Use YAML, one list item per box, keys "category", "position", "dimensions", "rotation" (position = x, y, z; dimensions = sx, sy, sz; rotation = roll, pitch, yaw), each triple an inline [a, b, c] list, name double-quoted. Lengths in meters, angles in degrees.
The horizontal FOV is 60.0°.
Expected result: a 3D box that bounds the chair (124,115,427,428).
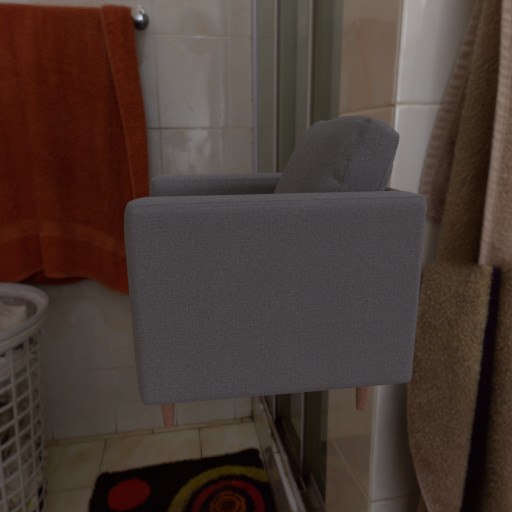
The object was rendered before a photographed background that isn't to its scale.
- category: "chair"
  position: [0.000, 0.000, 1.547]
  dimensions: [0.800, 0.927, 0.854]
  rotation: [-2, 15, -8]
